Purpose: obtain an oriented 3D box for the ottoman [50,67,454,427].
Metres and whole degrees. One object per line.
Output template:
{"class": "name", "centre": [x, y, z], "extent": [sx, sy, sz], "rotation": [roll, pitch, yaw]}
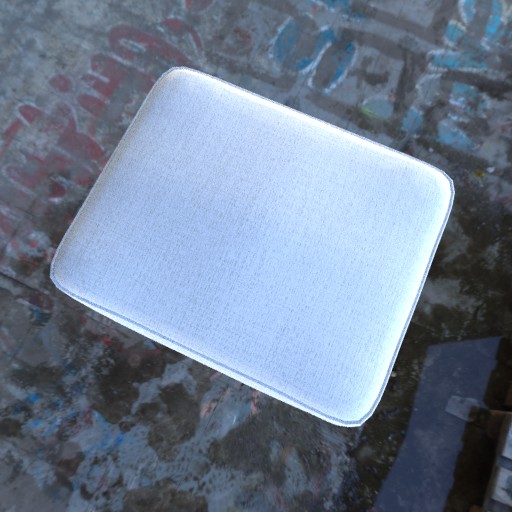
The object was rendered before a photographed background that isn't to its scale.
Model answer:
{"class": "ottoman", "centre": [0.000, 0.000, 1.115], "extent": [0.738, 0.537, 0.589], "rotation": [24, 77, 6]}
